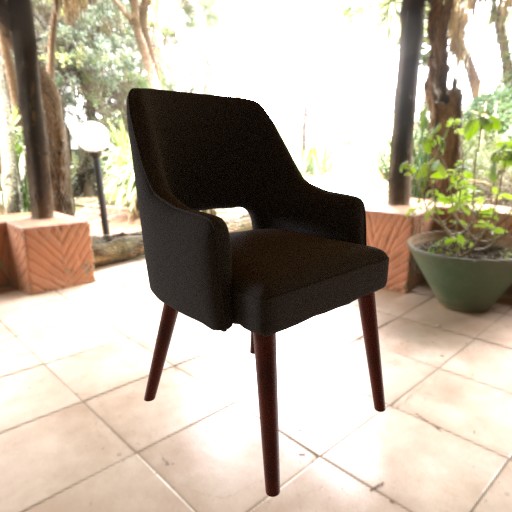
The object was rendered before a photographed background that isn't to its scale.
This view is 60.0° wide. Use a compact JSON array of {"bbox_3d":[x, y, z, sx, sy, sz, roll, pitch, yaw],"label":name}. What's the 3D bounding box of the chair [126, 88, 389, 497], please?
[{"bbox_3d":[0.000,0.000,1.145,0.559,0.838,0.560,-13,19,-43],"label":"chair"}]
